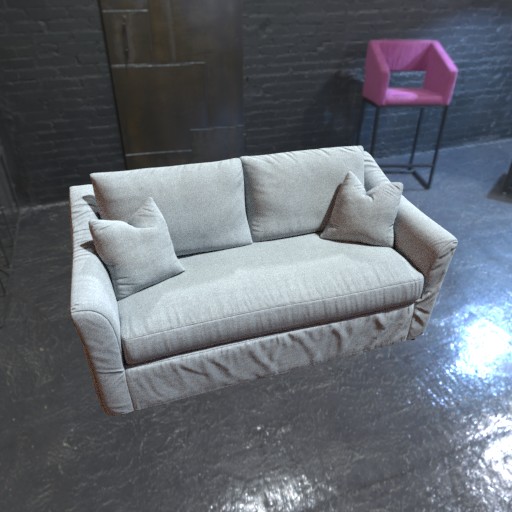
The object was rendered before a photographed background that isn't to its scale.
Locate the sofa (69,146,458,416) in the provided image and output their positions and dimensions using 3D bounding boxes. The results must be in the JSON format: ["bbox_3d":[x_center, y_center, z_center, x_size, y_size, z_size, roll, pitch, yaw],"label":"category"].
[{"bbox_3d":[0.000,0.000,2.649,2.010,1.018,1.072,-10,34,-15],"label":"sofa"}]
